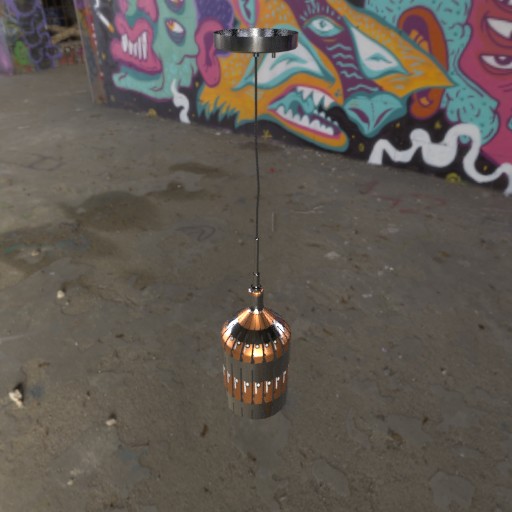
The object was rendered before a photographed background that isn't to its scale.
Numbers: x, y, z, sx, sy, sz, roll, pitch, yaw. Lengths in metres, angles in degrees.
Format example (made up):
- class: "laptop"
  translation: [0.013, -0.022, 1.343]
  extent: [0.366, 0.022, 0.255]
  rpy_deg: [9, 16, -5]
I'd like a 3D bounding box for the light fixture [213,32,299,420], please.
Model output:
- class: "light fixture"
  translation: [0.000, 0.000, 1.697]
  extent: [0.303, 1.535, 0.303]
  rpy_deg: [0, 32, 0]
